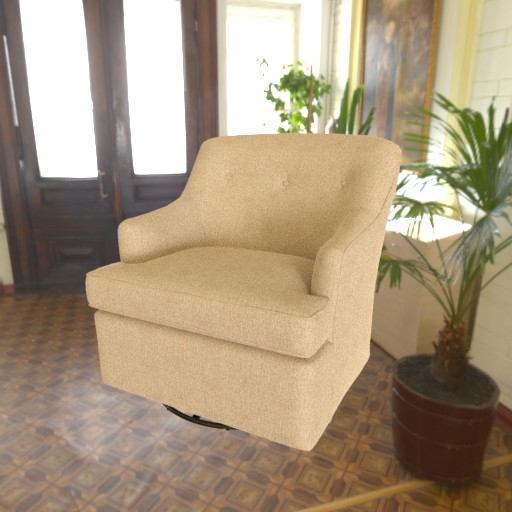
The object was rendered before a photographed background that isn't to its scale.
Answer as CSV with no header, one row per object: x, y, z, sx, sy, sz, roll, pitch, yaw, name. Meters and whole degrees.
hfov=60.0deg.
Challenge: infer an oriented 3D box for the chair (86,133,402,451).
0.000,0.000,1.611,0.864,0.856,0.923,8,18,26,chair
